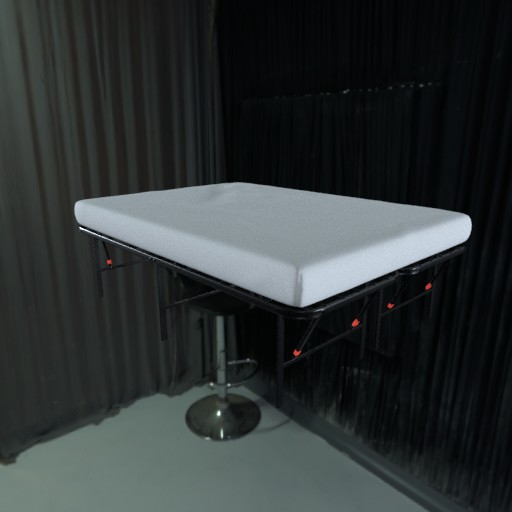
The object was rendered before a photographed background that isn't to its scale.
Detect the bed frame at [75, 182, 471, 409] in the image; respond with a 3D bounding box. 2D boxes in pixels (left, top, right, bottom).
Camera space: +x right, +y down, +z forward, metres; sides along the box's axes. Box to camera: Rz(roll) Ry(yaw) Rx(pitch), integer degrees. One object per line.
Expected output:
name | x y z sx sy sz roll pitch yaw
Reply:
bed frame | 0.000 0.000 2.610 1.372 0.637 1.905 -15 22 -41
